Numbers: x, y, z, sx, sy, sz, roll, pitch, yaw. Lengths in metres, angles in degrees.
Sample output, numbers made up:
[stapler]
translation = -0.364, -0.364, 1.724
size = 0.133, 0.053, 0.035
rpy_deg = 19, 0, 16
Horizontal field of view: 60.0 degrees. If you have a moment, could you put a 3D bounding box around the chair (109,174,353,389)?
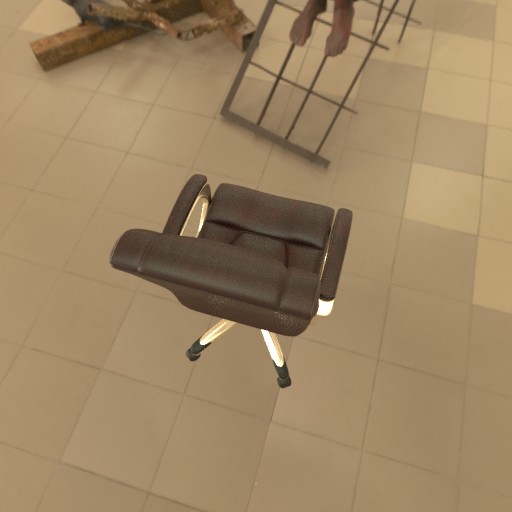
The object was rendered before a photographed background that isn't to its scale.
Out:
[chair]
translation = 0.000, 0.000, 1.540
size = 0.662, 1.107, 0.739
rpy_deg = 14, 64, 7
